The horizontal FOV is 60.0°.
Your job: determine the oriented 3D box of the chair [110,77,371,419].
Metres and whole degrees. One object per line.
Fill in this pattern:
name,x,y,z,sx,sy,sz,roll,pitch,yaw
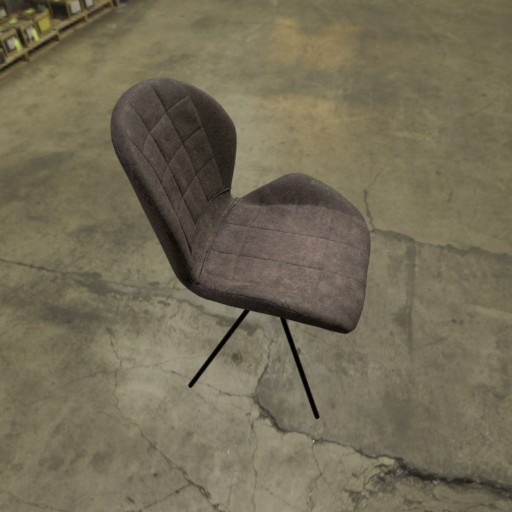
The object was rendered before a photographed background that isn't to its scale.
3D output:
chair,0.000,0.000,1.292,0.640,0.934,0.527,11,47,10
